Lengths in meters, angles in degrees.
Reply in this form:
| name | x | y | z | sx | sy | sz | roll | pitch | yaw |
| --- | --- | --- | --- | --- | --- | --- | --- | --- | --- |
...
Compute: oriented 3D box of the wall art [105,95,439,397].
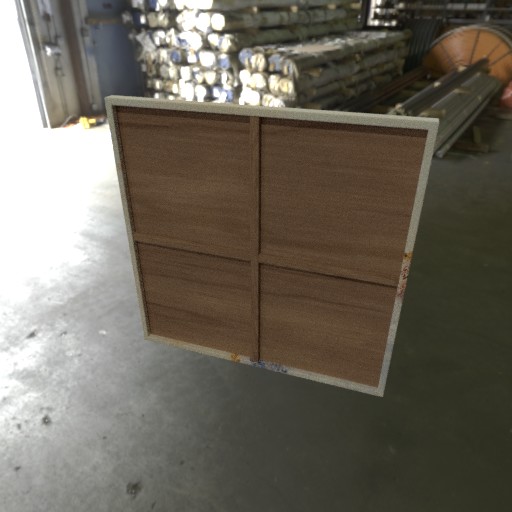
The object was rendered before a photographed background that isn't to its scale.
| name | x | y | z | sx | sy | sz | roll | pitch | yaw |
| --- | --- | --- | --- | --- | --- | --- | --- | --- | --- |
| wall art | 0.000 | 0.000 | 1.365 | 0.889 | 0.889 | 0.038 | 10 | 32 | 16 |
